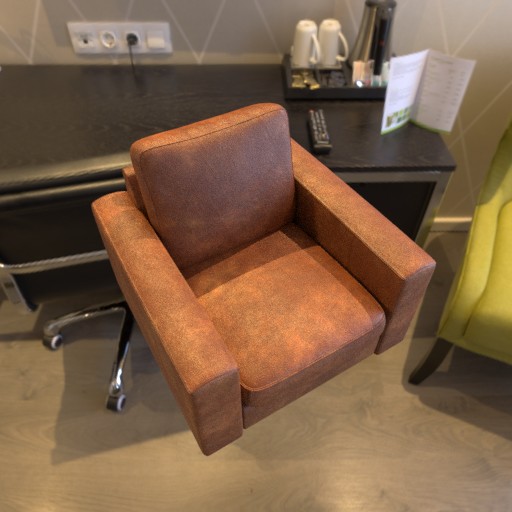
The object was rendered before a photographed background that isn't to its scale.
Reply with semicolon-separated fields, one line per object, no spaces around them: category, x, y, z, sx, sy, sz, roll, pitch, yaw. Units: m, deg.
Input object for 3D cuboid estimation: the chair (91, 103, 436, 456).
chair;0.000;0.000;1.802;1.005;0.873;1.016;-24;52;-20
